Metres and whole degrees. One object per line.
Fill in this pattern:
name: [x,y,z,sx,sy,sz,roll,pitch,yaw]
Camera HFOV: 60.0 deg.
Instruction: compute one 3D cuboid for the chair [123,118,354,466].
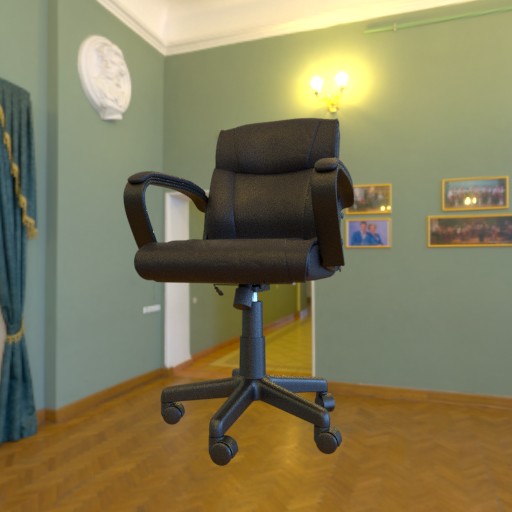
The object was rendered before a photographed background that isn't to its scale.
chair: [0.000,0.000,1.356,0.576,0.998,0.641,0,-1,18]
